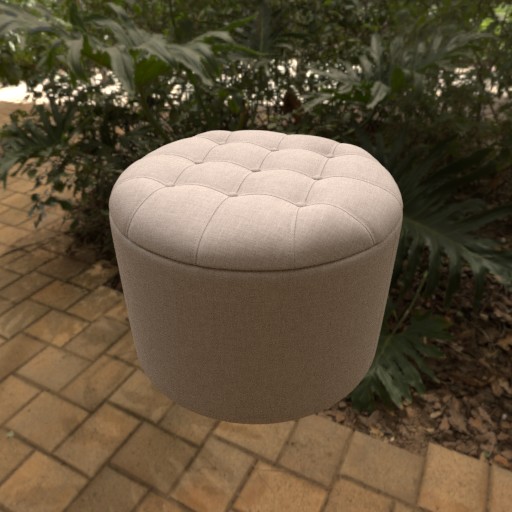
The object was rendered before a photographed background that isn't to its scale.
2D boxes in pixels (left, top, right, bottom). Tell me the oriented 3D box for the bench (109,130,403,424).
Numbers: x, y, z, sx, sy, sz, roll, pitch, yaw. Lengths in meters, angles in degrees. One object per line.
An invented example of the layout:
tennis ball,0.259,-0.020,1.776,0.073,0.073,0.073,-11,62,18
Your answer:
bench,0.000,0.000,1.016,0.600,0.453,0.600,0,32,0
